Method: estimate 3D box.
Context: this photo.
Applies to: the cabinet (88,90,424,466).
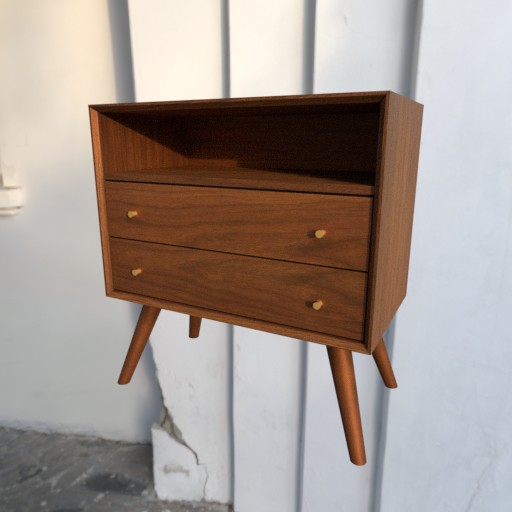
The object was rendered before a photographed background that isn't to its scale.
[{"bbox_3d":[0.000,0.000,1.156,0.712,0.748,0.388,8,17,27],"label":"cabinet"}]
